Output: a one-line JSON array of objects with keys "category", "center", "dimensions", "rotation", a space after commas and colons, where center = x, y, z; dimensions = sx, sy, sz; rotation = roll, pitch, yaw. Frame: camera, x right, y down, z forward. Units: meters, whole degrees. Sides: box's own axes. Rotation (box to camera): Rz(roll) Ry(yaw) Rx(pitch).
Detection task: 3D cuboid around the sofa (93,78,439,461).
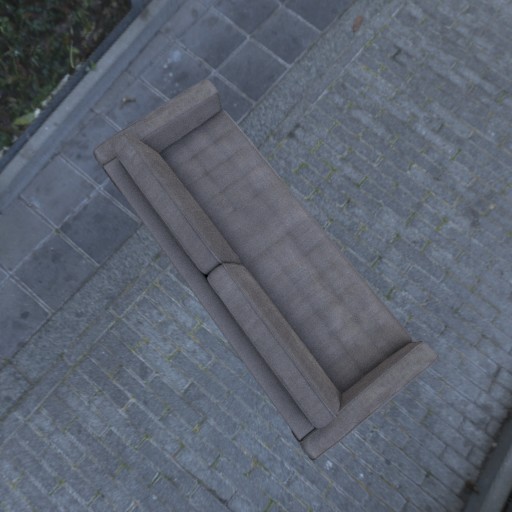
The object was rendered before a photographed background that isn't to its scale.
[{"category": "sofa", "center": [0.000, 0.000, 2.787], "dimensions": [0.923, 0.813, 2.295], "rotation": [-36, 78, -9]}]
